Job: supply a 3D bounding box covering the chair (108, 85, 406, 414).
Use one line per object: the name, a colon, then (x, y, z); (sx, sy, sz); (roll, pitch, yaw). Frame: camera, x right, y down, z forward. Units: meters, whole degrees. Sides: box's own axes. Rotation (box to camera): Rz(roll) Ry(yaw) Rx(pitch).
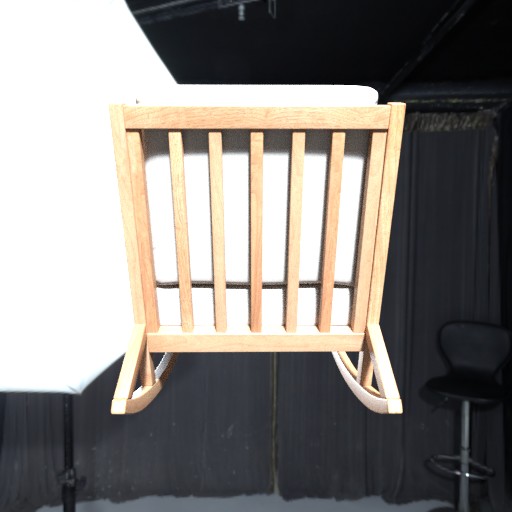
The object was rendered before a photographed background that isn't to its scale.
chair: (0.000, 0.000, 1.355); (0.622, 0.790, 0.857); (0, 1, 0)
